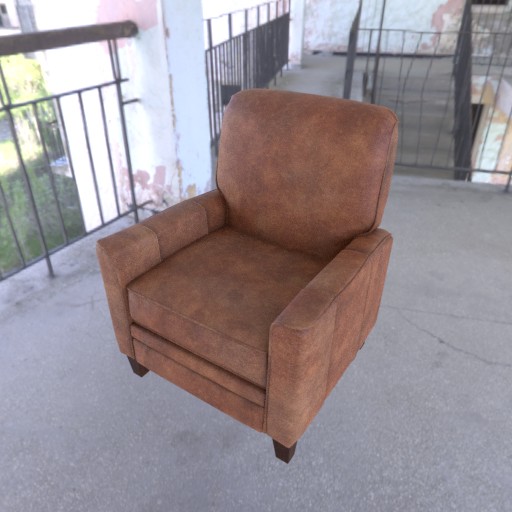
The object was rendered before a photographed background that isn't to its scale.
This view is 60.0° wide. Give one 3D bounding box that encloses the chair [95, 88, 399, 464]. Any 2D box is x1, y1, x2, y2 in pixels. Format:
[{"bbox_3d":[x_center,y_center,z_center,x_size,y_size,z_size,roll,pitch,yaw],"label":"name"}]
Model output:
[{"bbox_3d":[0.000,0.000,1.672,0.843,1.043,0.836,19,37,28],"label":"chair"}]
